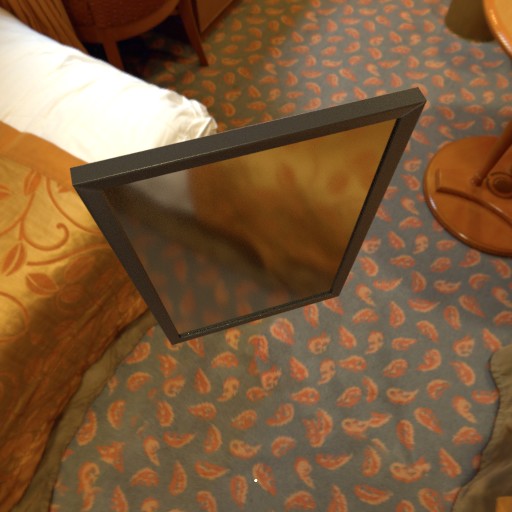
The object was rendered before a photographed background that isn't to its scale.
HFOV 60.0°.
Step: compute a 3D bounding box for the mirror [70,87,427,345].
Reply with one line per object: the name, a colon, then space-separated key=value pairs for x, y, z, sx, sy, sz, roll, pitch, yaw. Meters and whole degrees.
mirror: x=0.000 y=0.000 z=1.145 sx=0.609 sy=0.915 sz=0.040 roll=-15 pitch=64 yaw=-8
